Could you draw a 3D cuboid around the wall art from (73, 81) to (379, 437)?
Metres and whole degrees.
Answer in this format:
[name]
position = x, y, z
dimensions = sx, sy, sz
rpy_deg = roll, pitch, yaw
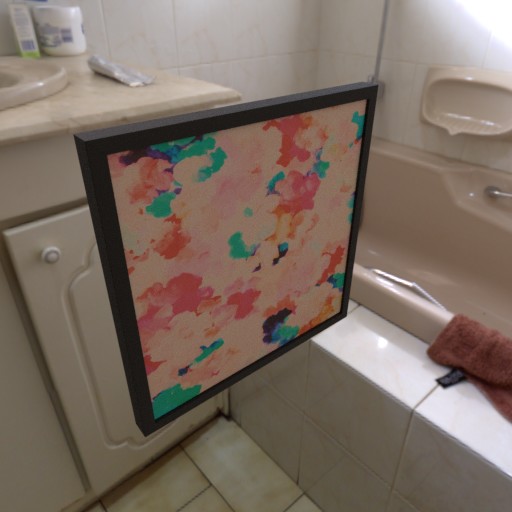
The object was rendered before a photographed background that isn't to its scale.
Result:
[wall art]
position = 0.000, 0.000, 0.759
dimensions = 0.506, 0.503, 0.036
rpy_deg = -23, 38, -32
